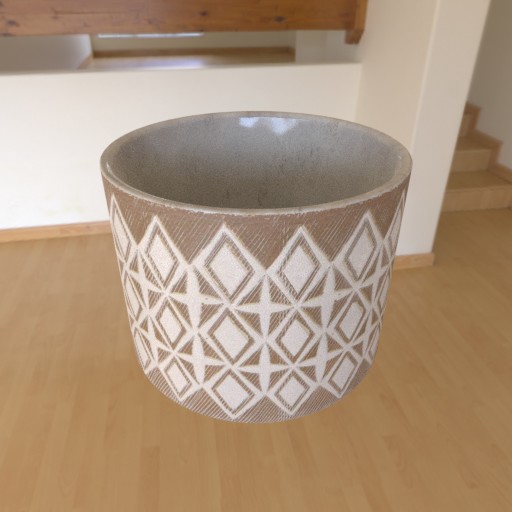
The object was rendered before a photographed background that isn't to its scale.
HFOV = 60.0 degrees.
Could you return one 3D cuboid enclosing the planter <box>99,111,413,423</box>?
[{"bbox_3d":[0.000,0.000,0.328,0.193,0.165,0.193,0,31,0],"label":"planter"}]
